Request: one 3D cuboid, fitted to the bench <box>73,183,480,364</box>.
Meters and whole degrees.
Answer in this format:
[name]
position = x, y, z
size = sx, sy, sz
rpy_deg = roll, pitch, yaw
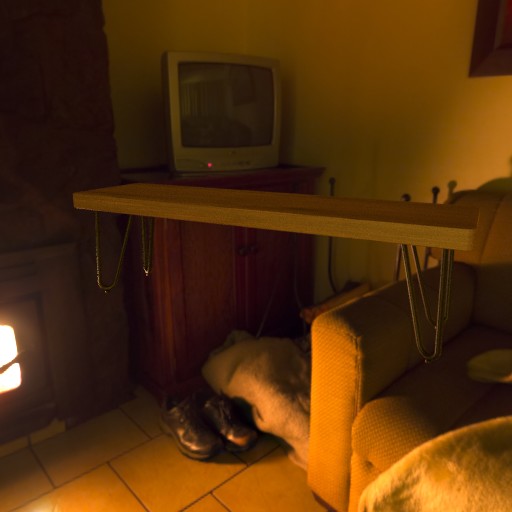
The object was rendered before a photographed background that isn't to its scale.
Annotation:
[bench]
position = 0.000, 0.000, 1.796
size = 1.570, 0.462, 0.425
rpy_deg = 8, 18, 26
